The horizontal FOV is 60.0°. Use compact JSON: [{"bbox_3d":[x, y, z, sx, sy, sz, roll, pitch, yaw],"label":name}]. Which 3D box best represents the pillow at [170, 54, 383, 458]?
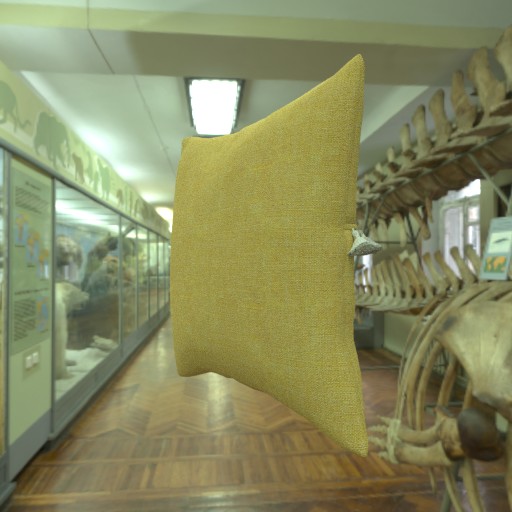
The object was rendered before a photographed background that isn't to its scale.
[{"bbox_3d":[0.000,0.000,0.725,0.167,0.481,0.485,1,-1,-36],"label":"pillow"}]
